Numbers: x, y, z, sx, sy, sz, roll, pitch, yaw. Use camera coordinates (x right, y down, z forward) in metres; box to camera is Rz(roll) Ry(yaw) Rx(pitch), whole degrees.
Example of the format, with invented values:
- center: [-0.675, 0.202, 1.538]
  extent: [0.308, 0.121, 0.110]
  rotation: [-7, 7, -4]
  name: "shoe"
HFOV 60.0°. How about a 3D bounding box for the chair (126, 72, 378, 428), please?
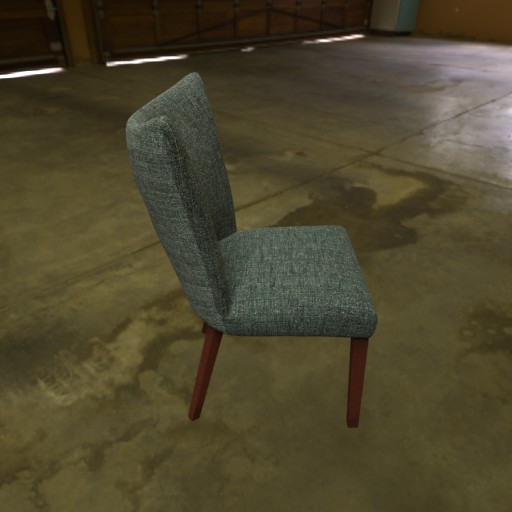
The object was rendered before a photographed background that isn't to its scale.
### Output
- center: [0.000, 0.000, 1.291]
  extent: [0.623, 0.924, 0.535]
  rotation: [0, 31, 0]
  name: "chair"
